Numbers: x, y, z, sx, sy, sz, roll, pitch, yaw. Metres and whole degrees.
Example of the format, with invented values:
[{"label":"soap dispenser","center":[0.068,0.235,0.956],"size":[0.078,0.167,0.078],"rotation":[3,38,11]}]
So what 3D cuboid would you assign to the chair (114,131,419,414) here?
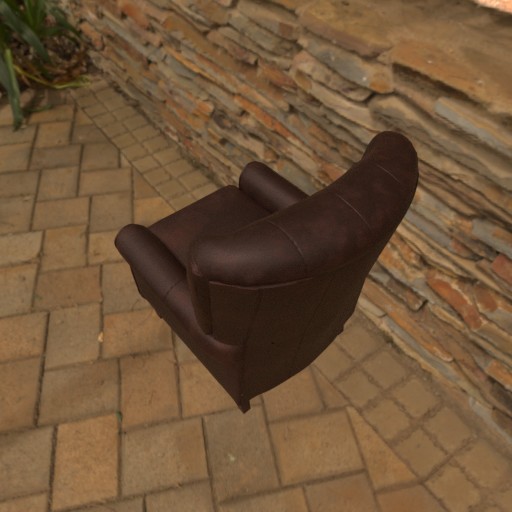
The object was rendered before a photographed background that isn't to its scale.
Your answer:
[{"label":"chair","center":[0.000,0.000,1.902],"size":[0.948,1.158,1.058],"rotation":[-33,55,-27]}]
